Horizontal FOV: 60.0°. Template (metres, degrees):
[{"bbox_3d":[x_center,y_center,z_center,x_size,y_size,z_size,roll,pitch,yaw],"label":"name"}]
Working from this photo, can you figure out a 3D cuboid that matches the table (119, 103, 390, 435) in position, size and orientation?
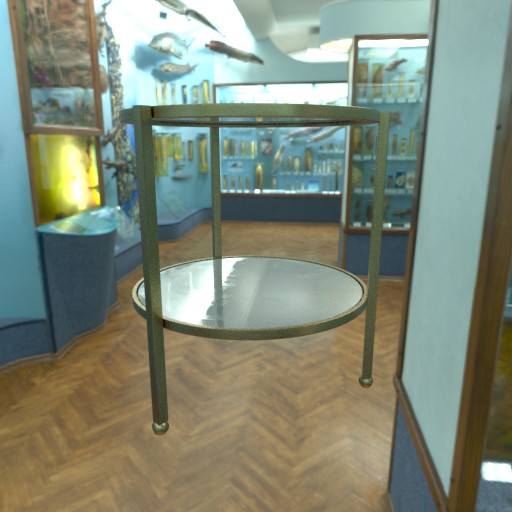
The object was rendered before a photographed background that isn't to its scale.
[{"bbox_3d":[0.000,0.000,0.440,0.243,0.269,0.231,2,14,9],"label":"table"}]
